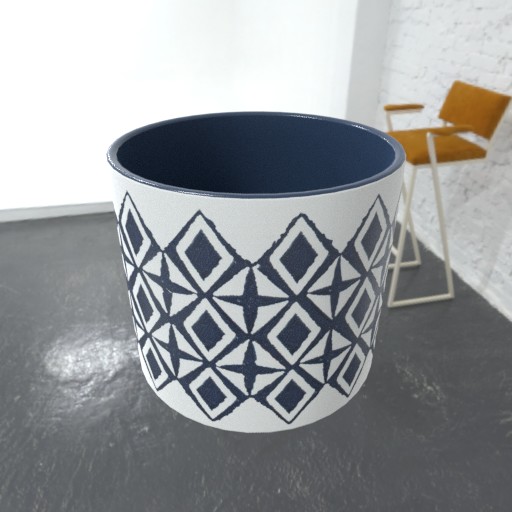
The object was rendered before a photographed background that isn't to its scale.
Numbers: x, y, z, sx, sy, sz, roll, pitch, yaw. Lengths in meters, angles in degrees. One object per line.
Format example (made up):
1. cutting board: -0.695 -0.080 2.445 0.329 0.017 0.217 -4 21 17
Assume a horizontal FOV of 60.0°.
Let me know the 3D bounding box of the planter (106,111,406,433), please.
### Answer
1. planter: 0.000 0.000 0.318 0.182 0.165 0.182 0 30 0
